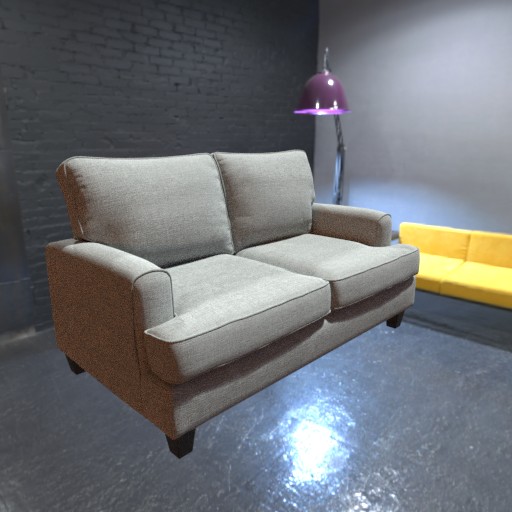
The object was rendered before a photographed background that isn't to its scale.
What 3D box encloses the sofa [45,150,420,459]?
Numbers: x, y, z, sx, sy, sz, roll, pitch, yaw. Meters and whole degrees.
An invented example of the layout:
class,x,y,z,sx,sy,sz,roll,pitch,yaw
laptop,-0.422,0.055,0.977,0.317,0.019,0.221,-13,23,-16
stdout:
class,x,y,z,sx,sy,sz,roll,pitch,yaw
sofa,0.000,0.000,2.145,1.651,0.965,0.965,-15,21,-43
